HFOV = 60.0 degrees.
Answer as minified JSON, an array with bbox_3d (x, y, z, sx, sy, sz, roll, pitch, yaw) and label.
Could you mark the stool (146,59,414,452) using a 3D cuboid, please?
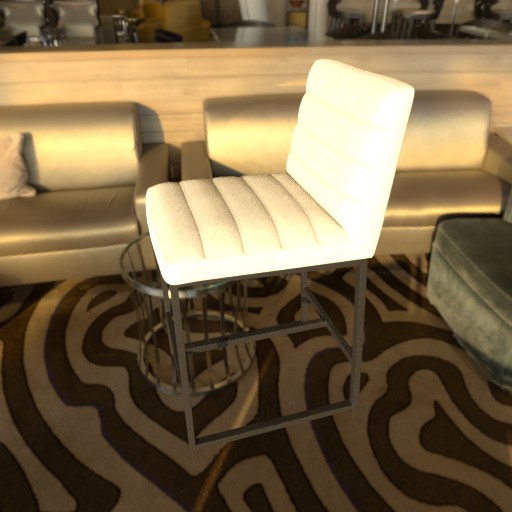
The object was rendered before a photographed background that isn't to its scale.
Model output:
[{"bbox_3d":[0.000,0.000,1.261,0.567,0.971,0.459,-9,32,-14],"label":"stool"}]
